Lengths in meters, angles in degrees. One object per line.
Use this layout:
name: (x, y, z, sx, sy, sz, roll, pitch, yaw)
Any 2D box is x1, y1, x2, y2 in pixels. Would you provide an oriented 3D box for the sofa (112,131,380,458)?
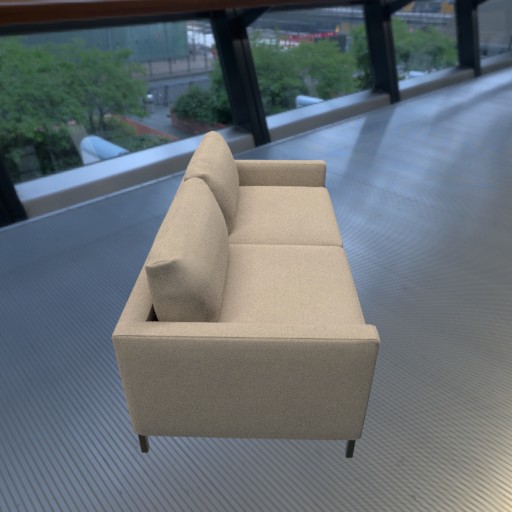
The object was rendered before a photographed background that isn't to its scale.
sofa: (0.000, 0.000, 2.187, 0.875, 0.840, 1.682, 1, 32, 1)
